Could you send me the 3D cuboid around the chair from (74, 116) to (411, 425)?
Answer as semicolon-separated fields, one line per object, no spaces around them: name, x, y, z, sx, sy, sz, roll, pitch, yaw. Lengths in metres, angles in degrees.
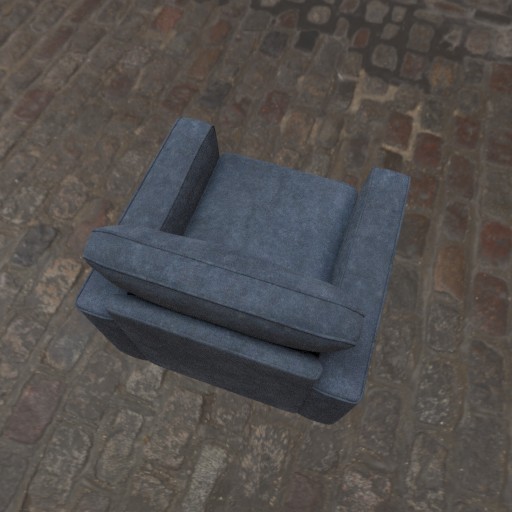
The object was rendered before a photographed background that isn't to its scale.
chair;0.000;0.000;1.763;1.015;0.965;0.939;17;64;9
